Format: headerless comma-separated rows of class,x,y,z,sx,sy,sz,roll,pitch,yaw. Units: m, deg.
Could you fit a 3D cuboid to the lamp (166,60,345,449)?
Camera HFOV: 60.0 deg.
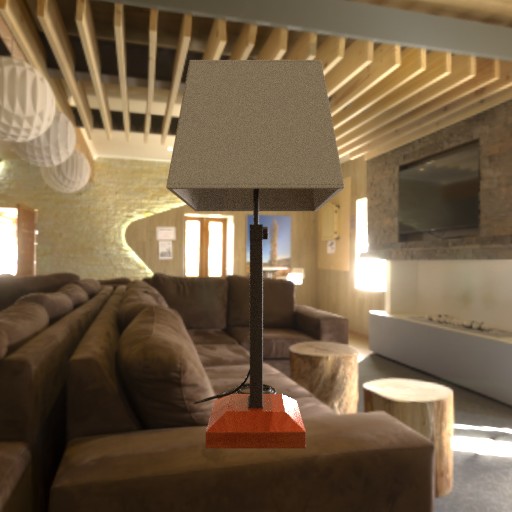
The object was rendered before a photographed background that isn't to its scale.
lamp,0.000,0.000,1.010,0.310,0.737,0.498,0,-1,0
